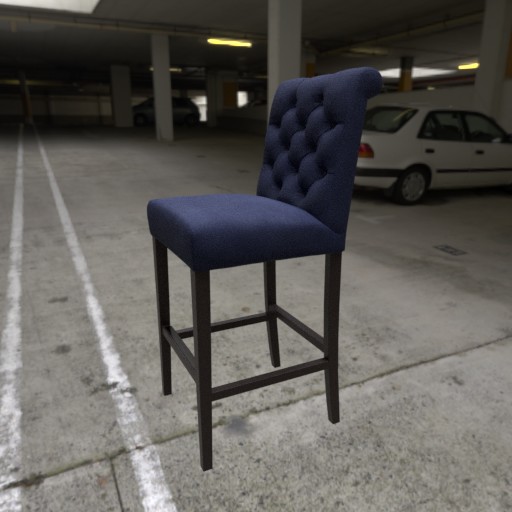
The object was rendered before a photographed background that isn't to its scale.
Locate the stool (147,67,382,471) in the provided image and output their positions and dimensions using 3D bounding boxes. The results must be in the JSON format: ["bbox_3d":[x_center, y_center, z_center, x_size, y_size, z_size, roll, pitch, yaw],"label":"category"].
[{"bbox_3d":[0.000,0.000,1.463,0.601,1.140,0.493,-8,18,-25],"label":"stool"}]
